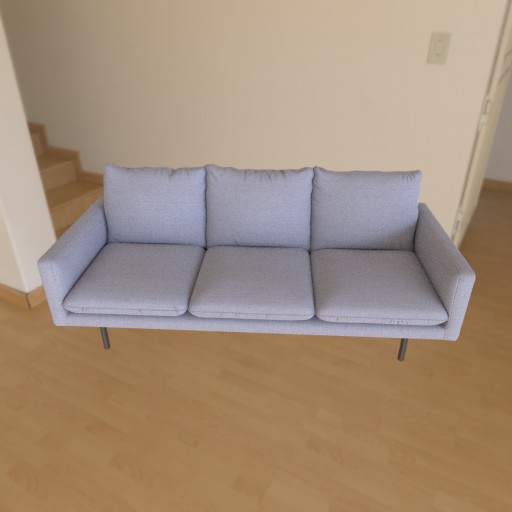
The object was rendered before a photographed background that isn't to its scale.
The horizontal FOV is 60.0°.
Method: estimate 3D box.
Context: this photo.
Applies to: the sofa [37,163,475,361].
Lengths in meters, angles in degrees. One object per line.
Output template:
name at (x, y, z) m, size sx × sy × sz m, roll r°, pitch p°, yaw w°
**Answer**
sofa at (0.000, 0.000, 2.418) m, size 2.000 × 0.830 × 0.850 m, roll 2°, pitch 29°, yaw 3°
